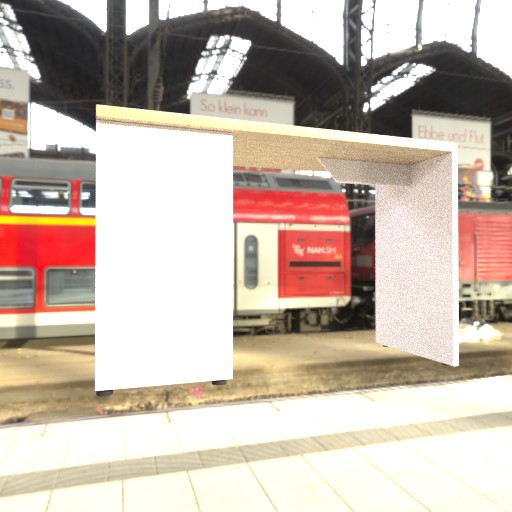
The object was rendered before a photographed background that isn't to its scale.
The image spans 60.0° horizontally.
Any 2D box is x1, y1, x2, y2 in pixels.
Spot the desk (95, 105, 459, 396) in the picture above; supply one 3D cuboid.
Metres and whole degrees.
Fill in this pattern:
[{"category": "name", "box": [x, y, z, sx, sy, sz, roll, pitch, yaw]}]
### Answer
[{"category": "desk", "box": [0.000, 0.000, 1.742, 1.170, 0.760, 0.900, 0, -1, -19]}]
